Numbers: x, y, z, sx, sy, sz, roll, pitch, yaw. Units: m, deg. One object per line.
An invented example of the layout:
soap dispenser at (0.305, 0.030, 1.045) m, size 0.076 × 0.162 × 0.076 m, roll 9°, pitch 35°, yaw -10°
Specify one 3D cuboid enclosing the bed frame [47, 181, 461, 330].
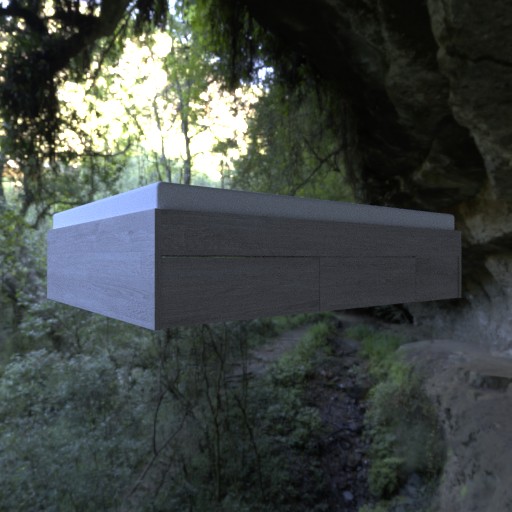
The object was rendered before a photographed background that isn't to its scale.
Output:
bed frame at (0.000, 0.000, 2.594) m, size 1.944 × 0.490 × 1.448 m, roll 0°, pitch 0°, yaw -38°
